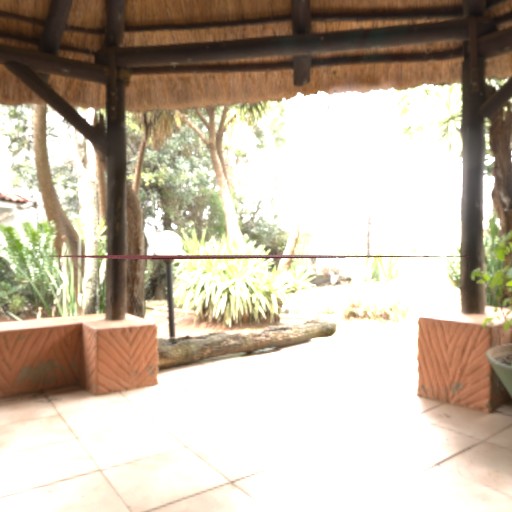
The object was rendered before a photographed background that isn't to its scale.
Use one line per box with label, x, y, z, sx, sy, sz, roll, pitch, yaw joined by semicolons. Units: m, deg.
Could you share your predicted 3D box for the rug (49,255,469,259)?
rug;0.000;0.000;3.917;2.929;0.012;2.300;0;0;-36
